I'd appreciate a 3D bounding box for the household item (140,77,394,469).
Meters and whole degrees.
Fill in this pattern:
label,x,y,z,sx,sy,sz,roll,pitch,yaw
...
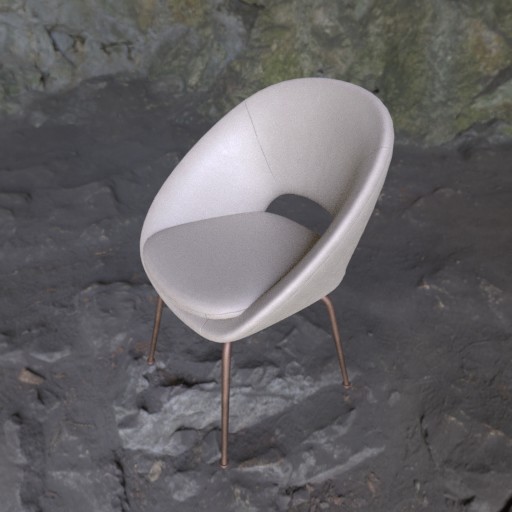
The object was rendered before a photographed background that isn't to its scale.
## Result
label,x,y,z,sx,sy,sz,roll,pitch,yaw
household item,0.000,0.000,1.215,0.573,0.852,0.623,-21,38,-30
